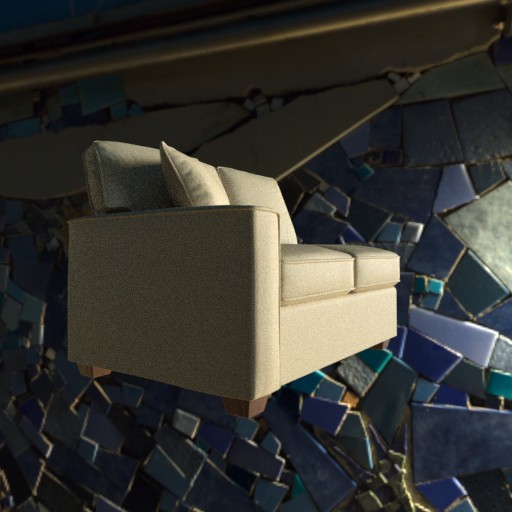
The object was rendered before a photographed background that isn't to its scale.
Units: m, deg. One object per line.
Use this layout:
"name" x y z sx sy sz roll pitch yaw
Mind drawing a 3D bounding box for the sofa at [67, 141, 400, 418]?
"sofa" 0.000 0.000 2.126 0.991 0.989 1.388 0 0 35
